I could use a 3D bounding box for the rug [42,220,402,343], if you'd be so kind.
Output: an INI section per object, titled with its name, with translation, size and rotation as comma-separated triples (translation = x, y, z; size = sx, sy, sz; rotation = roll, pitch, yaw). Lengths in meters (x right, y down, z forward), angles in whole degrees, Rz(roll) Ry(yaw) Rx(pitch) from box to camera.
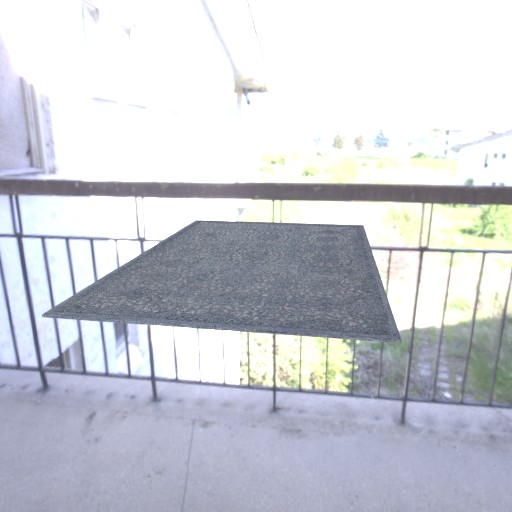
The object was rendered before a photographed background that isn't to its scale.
[rug]
translation = 0.000, 0.000, 2.314
size = 1.208, 0.012, 1.819
rotation = 3, 15, 9
